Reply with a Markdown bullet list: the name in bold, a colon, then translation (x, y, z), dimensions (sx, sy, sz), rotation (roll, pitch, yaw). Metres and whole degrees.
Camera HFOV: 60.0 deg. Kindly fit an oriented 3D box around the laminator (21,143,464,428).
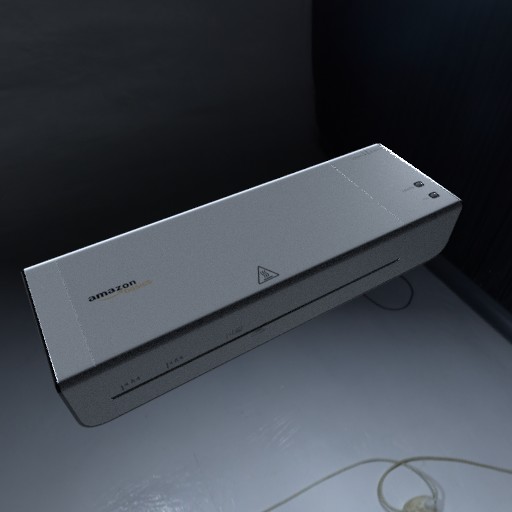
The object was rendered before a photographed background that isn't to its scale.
- **laminator**: translation (0.000, 0.000, 0.375), dimensions (0.340, 0.062, 0.123), rotation (-23, 50, -21)
